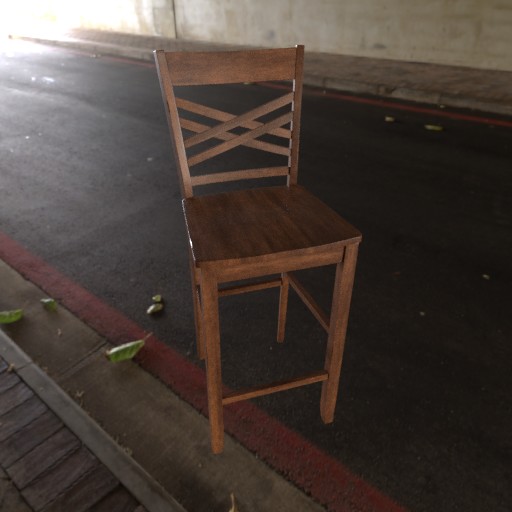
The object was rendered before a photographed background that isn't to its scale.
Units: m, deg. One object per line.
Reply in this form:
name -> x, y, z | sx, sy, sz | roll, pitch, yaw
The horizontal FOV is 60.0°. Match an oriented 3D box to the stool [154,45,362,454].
stool -> 0.000, 0.000, 1.342 | 0.433, 1.105, 0.487 | -9, 33, -15
